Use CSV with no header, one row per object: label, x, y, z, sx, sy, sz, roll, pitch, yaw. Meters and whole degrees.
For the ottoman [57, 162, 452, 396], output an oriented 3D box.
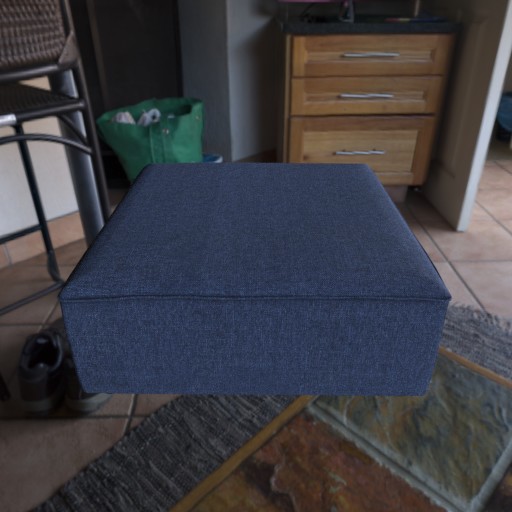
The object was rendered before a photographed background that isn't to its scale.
ottoman,0.000,0.000,1.616,1.017,0.423,1.023,1,30,1
